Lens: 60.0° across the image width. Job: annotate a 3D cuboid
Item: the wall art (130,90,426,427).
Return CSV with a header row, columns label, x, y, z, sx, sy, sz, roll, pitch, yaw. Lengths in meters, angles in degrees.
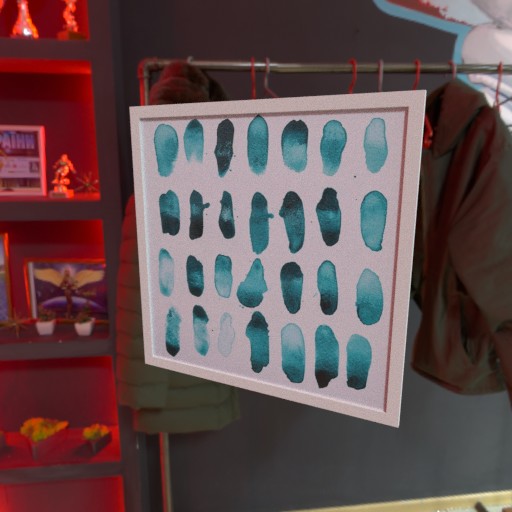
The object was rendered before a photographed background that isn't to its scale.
label,x,y,z,sx,sy,sz,roll,pitch,yaw
wall art,0.000,0.000,0.684,0.456,0.457,0.009,6,14,25
